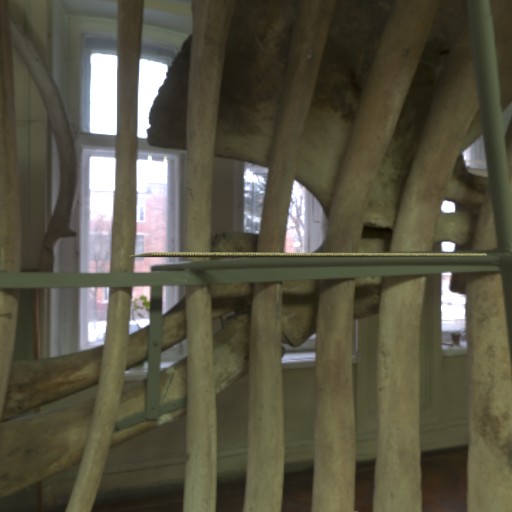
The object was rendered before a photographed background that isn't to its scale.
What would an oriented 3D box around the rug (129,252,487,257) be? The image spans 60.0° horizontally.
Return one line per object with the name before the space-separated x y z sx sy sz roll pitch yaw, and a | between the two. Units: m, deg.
rug | 0.000 0.000 2.342 1.240 0.010 1.824 0 0 -18
